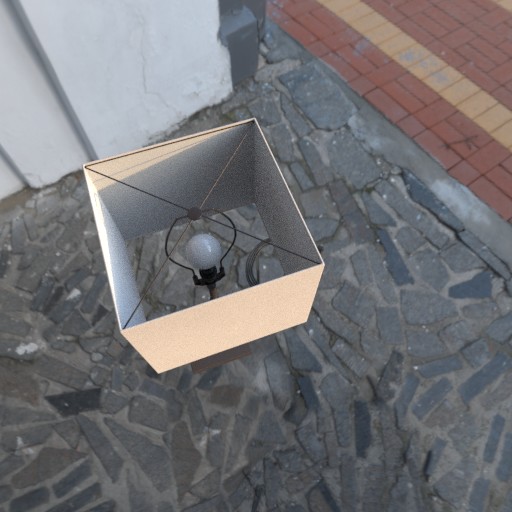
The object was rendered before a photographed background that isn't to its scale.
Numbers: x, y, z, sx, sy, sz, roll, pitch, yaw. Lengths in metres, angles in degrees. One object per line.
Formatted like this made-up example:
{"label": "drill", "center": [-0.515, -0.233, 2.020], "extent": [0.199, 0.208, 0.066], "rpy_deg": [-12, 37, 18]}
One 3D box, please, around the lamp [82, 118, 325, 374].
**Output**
{"label": "lamp", "center": [0.000, 0.000, 0.969], "extent": [0.504, 0.660, 0.399], "rpy_deg": [-18, 65, -9]}
